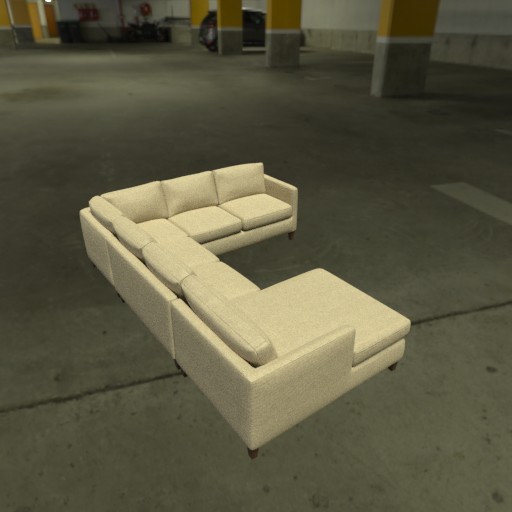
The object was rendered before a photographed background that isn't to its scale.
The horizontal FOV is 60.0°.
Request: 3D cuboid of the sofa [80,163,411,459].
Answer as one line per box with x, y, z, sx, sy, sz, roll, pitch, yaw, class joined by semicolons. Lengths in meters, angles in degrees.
0.000;0.000;4.646;2.593;0.959;3.460;-19;33;-31;sofa
